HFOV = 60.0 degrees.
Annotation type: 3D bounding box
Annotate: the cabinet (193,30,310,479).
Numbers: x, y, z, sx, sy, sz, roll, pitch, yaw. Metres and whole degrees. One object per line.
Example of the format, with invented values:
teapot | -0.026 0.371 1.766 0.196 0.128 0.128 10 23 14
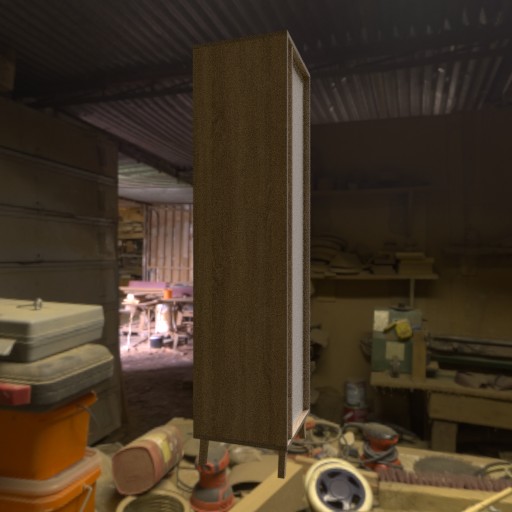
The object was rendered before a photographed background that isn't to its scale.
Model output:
cabinet | 0.000 0.000 2.235 0.450 1.960 0.510 0 0 18
